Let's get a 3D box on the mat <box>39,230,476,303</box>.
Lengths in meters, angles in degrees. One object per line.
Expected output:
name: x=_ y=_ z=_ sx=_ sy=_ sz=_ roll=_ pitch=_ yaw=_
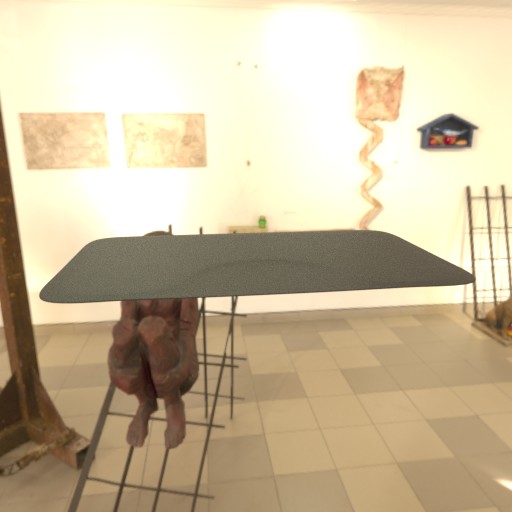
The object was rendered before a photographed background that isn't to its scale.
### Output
mat: x=0.000 y=0.000 z=1.870 sx=1.524 sy=0.013 sz=0.918 roll=-2 pitch=15 yaw=-7
